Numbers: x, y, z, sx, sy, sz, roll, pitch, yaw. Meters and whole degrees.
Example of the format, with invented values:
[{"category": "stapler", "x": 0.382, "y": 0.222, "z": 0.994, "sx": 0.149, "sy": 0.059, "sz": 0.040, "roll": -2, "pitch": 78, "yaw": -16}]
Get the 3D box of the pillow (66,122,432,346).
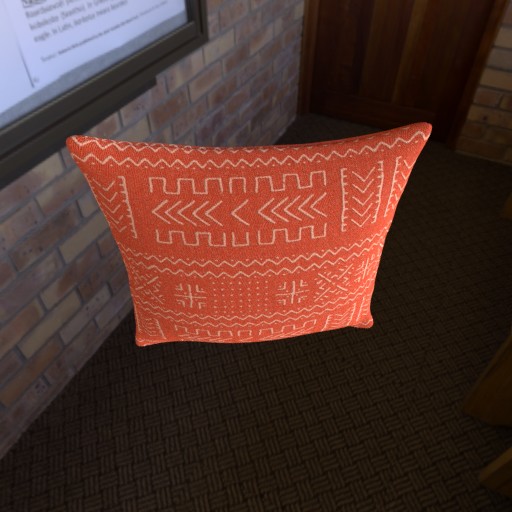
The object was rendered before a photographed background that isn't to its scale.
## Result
[{"category": "pillow", "x": 0.000, "y": 0.000, "z": 0.669, "sx": 0.438, "sy": 0.429, "sz": 0.164, "roll": -4, "pitch": 46, "yaw": -4}]
